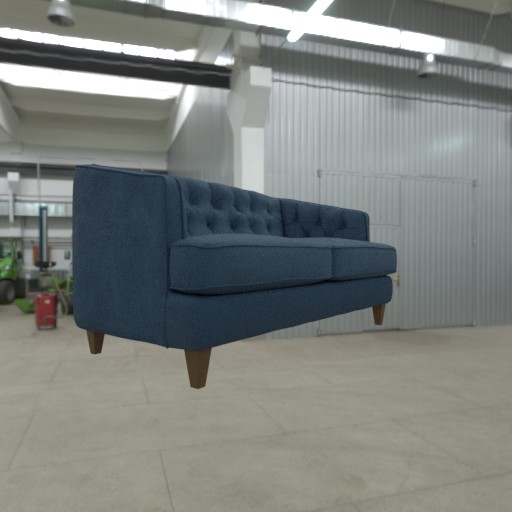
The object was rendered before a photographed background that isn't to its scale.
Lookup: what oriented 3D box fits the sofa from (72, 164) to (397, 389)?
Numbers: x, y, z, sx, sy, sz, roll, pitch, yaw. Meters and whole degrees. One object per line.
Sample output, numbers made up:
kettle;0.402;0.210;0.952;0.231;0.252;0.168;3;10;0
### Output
sofa;0.000;0.000;2.309;0.941;0.854;1.733;0;1;37
